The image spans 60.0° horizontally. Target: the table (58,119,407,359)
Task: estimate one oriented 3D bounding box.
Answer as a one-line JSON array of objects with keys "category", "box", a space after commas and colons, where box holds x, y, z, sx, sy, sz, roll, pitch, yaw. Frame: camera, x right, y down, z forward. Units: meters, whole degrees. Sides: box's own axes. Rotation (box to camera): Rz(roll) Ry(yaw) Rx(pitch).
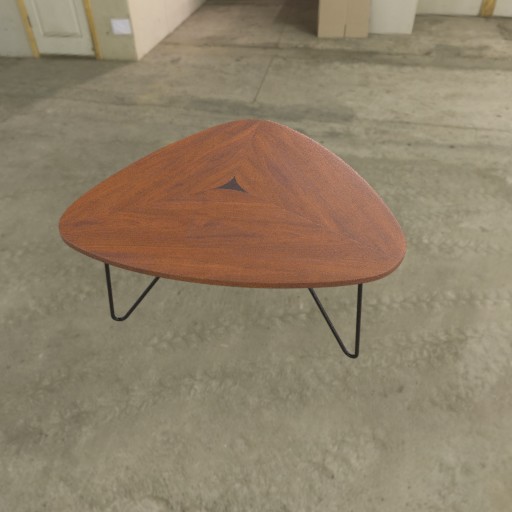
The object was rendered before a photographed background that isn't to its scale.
[{"category": "table", "box": [0.000, 0.000, 1.319, 0.821, 0.413, 0.833, 27, 48, 27]}]
